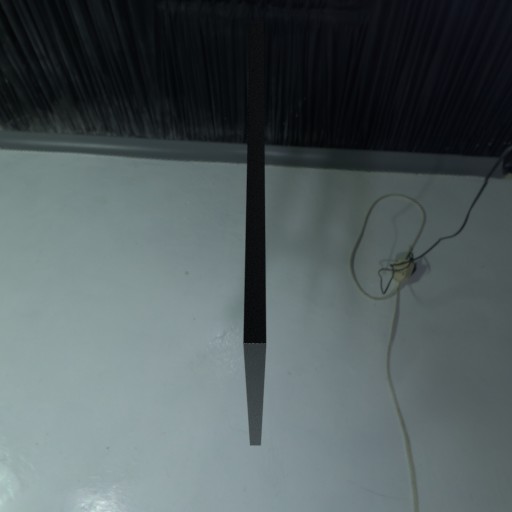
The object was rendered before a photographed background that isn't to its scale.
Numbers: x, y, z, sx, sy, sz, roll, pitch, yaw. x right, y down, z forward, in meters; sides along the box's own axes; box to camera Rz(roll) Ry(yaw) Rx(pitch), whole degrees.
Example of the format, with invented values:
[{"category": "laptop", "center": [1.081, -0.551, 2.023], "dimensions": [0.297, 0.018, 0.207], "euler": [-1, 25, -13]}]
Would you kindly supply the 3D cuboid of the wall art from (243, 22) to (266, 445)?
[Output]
[{"category": "wall art", "center": [0.000, 0.000, 1.130], "dimensions": [0.031, 0.775, 0.773], "euler": [0, 58, 0]}]
